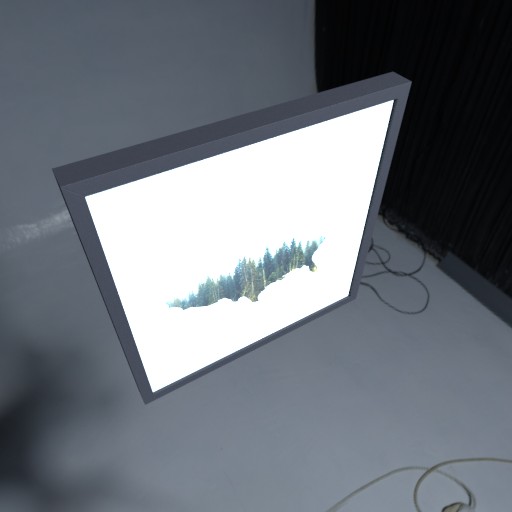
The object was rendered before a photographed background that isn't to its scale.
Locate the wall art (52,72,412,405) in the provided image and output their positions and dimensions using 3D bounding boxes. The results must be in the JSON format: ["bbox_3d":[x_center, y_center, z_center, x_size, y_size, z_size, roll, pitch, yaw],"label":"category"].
[{"bbox_3d":[0.000,0.000,0.758,0.509,0.509,0.040,-23,50,-21],"label":"wall art"}]
